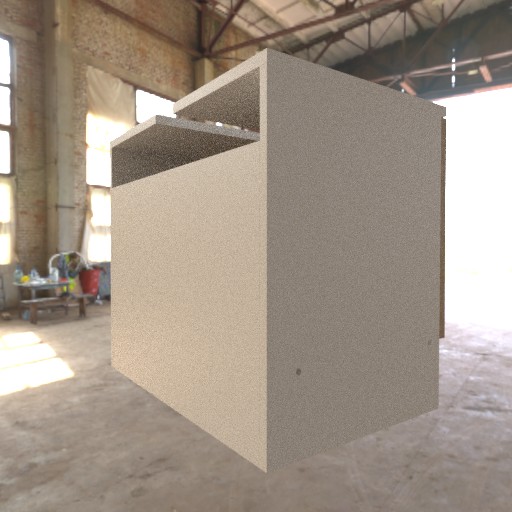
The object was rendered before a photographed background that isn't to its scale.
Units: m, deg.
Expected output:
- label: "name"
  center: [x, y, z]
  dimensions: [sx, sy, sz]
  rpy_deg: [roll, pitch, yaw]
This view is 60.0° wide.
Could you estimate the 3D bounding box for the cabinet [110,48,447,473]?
- label: "cabinet"
  center: [0.000, 0.000, 0.903]
  dimensions: [0.400, 0.522, 0.600]
  rpy_deg: [-1, 2, -36]
